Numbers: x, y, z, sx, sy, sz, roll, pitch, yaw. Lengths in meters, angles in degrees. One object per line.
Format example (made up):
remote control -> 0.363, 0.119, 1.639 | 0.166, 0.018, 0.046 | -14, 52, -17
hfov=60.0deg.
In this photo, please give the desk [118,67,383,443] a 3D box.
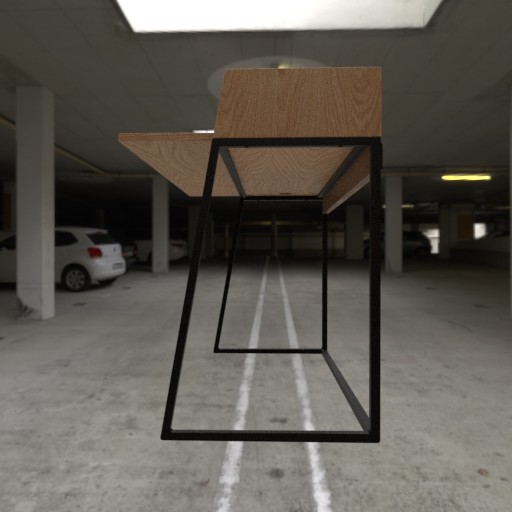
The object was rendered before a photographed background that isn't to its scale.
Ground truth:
desk -> 0.000, 0.000, 1.855 | 0.769, 1.061, 1.191 | 0, 0, 2
